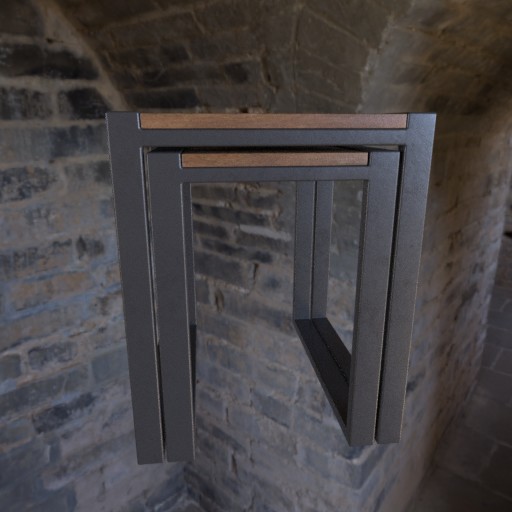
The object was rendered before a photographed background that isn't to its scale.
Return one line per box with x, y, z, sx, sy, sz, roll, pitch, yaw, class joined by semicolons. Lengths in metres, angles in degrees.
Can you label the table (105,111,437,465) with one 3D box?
0.000;0.000;0.907;0.449;0.550;0.500;-2;17;-7;table
